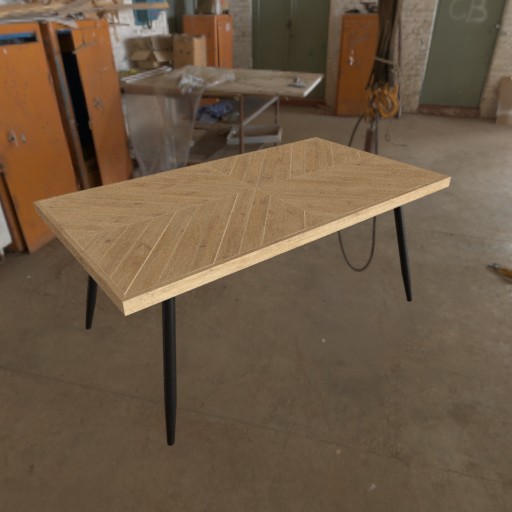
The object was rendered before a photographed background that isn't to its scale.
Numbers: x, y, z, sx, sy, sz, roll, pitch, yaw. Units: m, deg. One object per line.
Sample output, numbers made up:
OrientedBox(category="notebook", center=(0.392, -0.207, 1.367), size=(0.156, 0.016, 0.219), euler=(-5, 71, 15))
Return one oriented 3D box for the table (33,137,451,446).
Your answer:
OrientedBox(category="table", center=(0.000, 0.000, 2.353), size=(1.803, 0.762, 0.991), euler=(-21, 36, -32))
